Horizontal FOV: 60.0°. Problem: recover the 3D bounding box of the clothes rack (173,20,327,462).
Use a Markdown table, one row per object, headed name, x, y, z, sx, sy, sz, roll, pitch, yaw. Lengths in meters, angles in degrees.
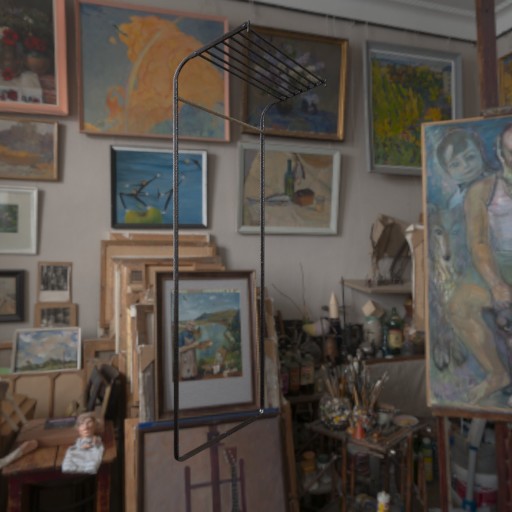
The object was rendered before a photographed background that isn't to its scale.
| name | x | y | z | sx | sy | sz | roll | pitch | yaw |
| --- | --- | --- | --- | --- | --- | --- | --- | --- | --- |
| clothes rack | 0.000 | 0.000 | 1.827 | 0.349 | 1.574 | 0.609 | 1 | 1 | 34 |
